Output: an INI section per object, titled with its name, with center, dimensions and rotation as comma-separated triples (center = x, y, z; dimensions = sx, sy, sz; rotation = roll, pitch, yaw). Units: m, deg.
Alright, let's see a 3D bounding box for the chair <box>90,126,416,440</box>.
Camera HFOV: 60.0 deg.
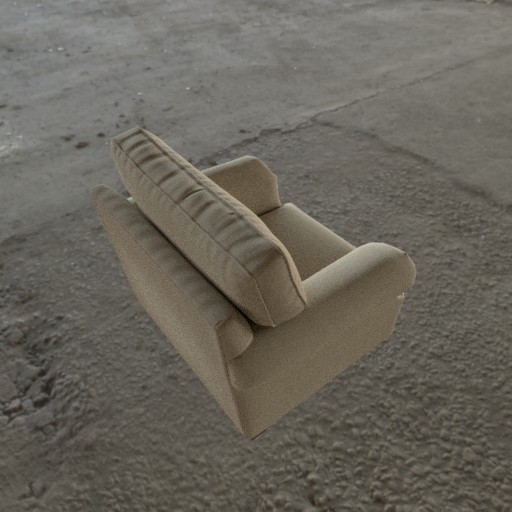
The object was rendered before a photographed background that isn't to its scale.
[chair]
center = 0.000, 0.000, 1.887
dimensions = 0.965, 0.961, 1.092
rotation = -27, 48, -28
